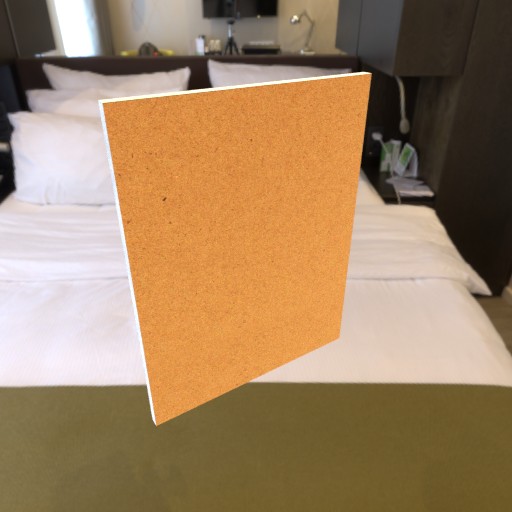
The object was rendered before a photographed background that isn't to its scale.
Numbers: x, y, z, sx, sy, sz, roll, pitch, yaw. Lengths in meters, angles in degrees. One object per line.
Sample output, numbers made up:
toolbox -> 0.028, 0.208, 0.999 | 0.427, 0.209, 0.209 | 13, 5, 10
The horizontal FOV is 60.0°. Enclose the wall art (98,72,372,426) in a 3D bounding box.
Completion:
wall art -> 0.000, 0.000, 0.841 | 0.481, 0.613, 0.020 | -18, 35, -28
